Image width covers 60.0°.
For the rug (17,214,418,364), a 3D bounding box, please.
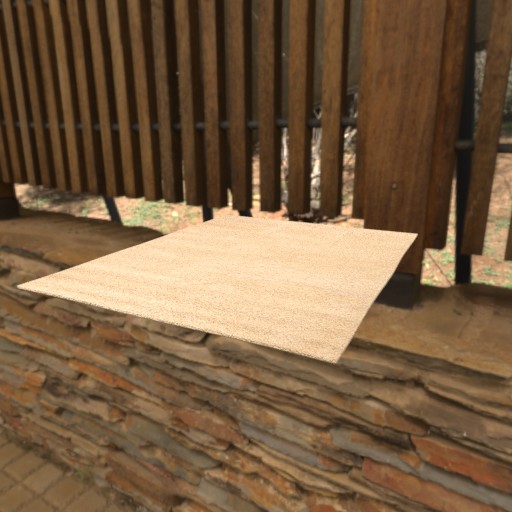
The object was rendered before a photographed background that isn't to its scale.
[{"bbox_3d":[0.000,0.000,4.008,2.400,0.025,3.000,8,18,25],"label":"rug"}]
